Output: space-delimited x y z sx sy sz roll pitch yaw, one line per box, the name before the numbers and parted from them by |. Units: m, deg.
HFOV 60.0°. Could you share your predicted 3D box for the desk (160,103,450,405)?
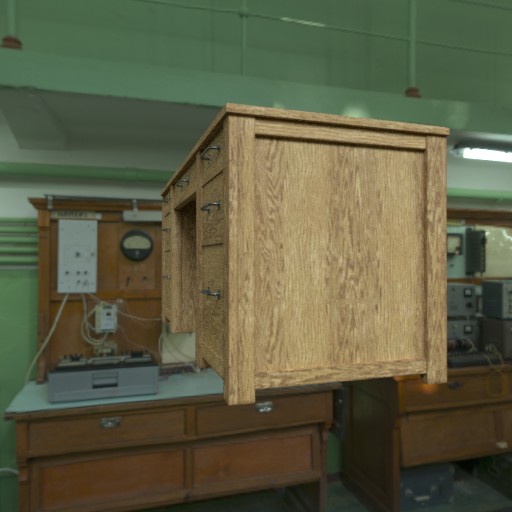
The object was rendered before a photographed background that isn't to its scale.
desk | 0.000 0.000 1.937 0.685 0.751 1.567 0 0 -18
